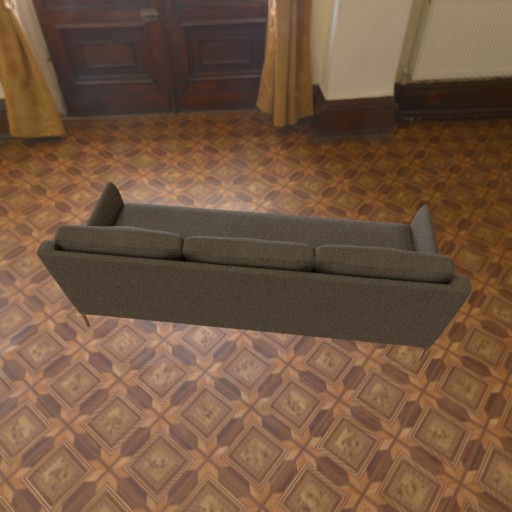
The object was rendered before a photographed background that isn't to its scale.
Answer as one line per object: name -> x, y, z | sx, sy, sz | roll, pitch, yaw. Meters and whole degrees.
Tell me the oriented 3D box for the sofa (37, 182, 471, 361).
sofa -> 0.000, 0.000, 2.571 | 2.060, 0.837, 0.849 | 5, 46, 5
